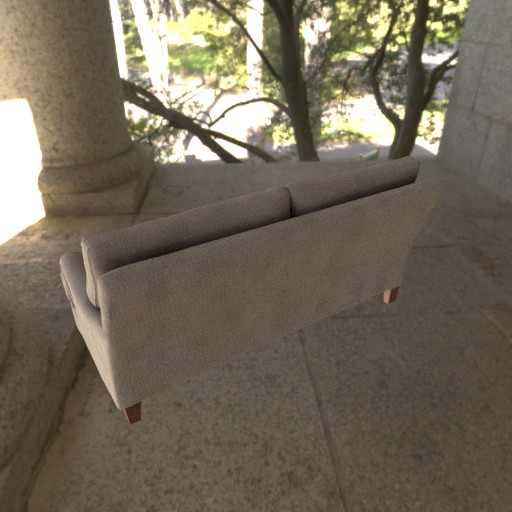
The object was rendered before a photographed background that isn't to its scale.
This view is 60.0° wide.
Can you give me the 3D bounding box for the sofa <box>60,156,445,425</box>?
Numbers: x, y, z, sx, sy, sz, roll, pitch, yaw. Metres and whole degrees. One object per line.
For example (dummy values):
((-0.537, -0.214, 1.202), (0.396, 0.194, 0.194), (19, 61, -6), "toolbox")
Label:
((0.000, 0.000, 2.802), (2.193, 1.096, 1.069), (-18, 34, -29), "sofa")
